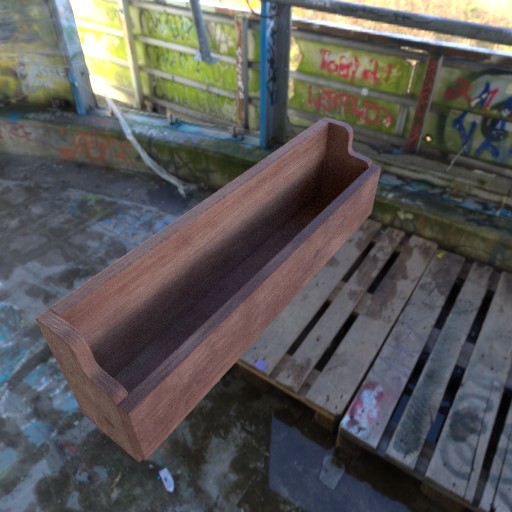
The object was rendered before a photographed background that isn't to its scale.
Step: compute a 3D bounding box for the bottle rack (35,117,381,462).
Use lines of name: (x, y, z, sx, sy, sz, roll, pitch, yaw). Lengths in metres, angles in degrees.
bottle rack: (0.000, 0.000, 0.682, 0.126, 0.196, 0.608, 26, 48, 26)
